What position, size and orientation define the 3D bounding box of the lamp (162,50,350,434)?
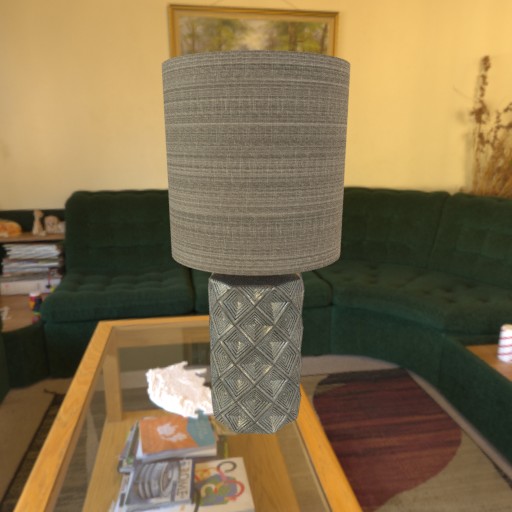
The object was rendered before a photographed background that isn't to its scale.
[{"bbox_3d":[0.000,0.000,0.716,0.268,0.566,0.269,-7,17,-26],"label":"lamp"}]
